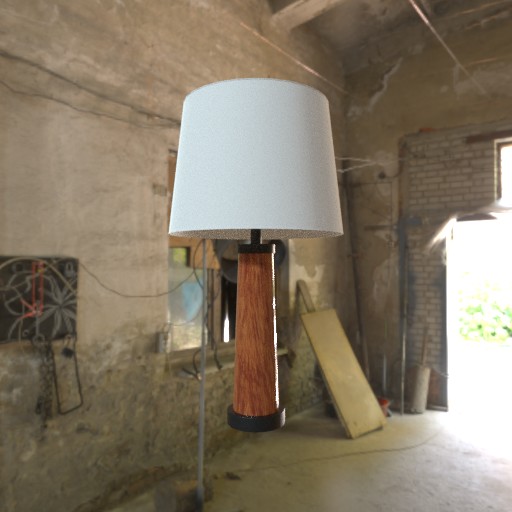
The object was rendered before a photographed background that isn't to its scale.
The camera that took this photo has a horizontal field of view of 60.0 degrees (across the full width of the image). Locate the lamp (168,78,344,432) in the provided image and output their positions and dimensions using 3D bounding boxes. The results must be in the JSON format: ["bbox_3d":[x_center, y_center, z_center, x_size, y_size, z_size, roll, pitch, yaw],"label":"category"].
[{"bbox_3d":[0.000,0.000,0.897,0.349,0.667,0.349,0,-1,0],"label":"lamp"}]
